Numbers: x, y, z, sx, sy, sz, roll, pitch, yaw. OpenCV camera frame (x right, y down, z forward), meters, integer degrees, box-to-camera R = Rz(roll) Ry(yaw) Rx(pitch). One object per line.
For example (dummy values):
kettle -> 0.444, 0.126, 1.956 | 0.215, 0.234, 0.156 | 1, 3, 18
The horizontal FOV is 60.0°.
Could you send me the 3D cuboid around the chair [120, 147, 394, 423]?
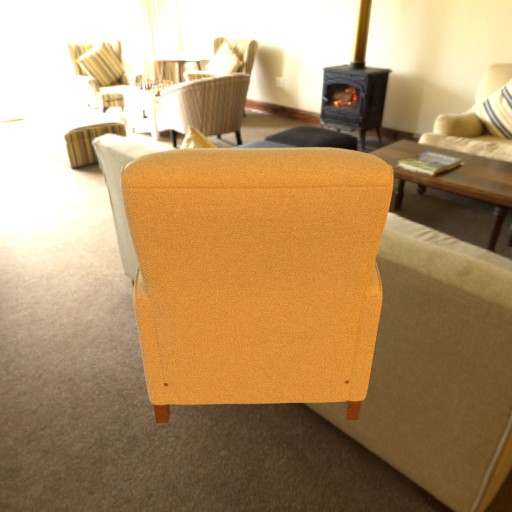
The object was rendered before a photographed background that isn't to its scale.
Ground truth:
chair -> 0.000, 0.000, 1.677 | 0.841, 1.023, 0.858 | -1, 30, -1
